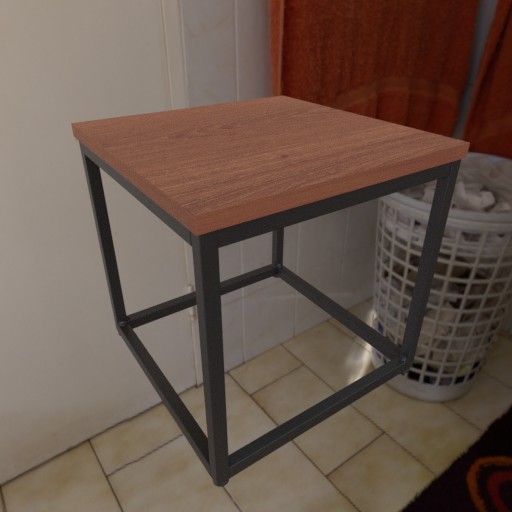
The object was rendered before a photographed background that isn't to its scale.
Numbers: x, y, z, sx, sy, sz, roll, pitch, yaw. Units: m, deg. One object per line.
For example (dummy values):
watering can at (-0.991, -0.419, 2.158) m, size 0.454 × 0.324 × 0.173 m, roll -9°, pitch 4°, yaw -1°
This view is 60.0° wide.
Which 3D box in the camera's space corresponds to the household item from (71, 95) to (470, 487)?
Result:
household item at (0.000, 0.000, 0.720) m, size 0.400 × 0.400 × 0.400 m, roll -19°, pitch 35°, yaw -29°
